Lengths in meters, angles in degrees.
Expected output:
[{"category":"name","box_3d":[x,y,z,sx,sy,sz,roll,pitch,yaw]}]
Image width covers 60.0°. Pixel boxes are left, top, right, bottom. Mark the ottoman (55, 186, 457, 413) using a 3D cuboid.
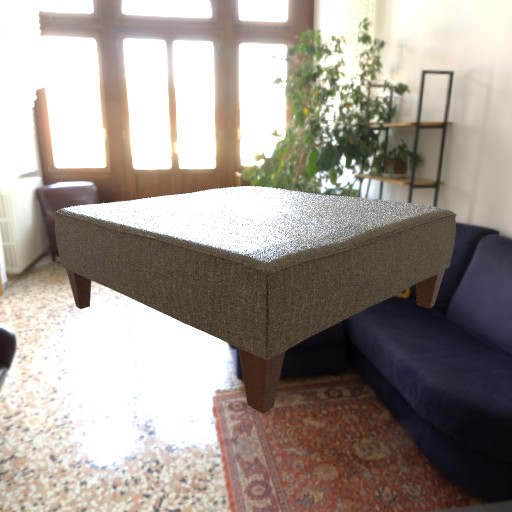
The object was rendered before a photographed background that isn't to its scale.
[{"category":"ottoman","box_3d":[0.000,0.000,1.550,1.016,0.379,0.981,14,20,42]}]
